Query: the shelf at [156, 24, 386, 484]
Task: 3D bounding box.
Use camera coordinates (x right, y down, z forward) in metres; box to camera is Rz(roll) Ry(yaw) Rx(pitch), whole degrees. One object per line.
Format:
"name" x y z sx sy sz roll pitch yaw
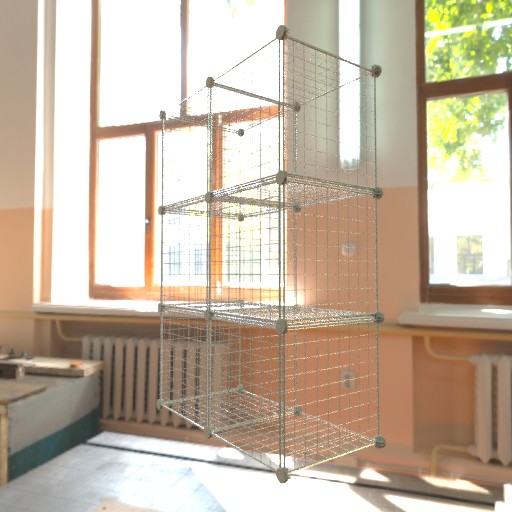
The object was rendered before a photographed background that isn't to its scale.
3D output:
"shelf" 0.000 0.000 1.408 0.356 1.067 0.711 2 -3 -36
